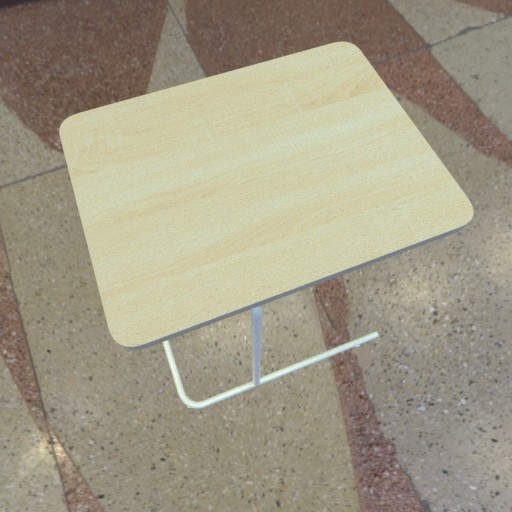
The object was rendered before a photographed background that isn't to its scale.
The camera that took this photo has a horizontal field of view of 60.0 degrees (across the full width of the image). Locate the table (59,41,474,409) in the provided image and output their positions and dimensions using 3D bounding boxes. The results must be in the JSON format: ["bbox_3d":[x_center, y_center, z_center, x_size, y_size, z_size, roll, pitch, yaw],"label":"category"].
[{"bbox_3d":[0.000,0.000,0.851,0.480,0.550,0.370,-19,65,-9],"label":"table"}]
